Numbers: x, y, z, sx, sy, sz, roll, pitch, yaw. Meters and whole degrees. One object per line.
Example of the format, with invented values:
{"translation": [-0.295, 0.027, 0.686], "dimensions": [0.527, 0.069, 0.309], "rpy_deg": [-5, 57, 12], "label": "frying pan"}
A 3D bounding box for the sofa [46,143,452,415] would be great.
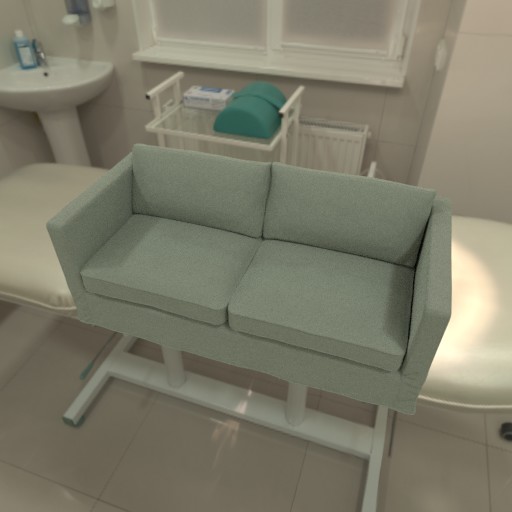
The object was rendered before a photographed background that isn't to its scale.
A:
{"translation": [0.000, 0.000, 2.515], "dimensions": [1.987, 0.870, 0.940], "rpy_deg": [12, 41, 14], "label": "sofa"}
